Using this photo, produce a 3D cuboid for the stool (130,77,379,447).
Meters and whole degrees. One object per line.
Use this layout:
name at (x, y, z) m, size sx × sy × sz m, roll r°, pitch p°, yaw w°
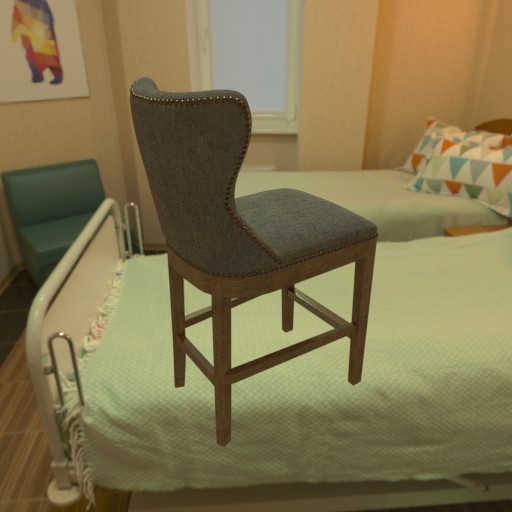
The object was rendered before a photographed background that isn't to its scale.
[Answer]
stool at (0.000, 0.000, 1.317) m, size 0.608 × 0.981 × 0.498 m, roll -17°, pitch 30°, yaw -31°
